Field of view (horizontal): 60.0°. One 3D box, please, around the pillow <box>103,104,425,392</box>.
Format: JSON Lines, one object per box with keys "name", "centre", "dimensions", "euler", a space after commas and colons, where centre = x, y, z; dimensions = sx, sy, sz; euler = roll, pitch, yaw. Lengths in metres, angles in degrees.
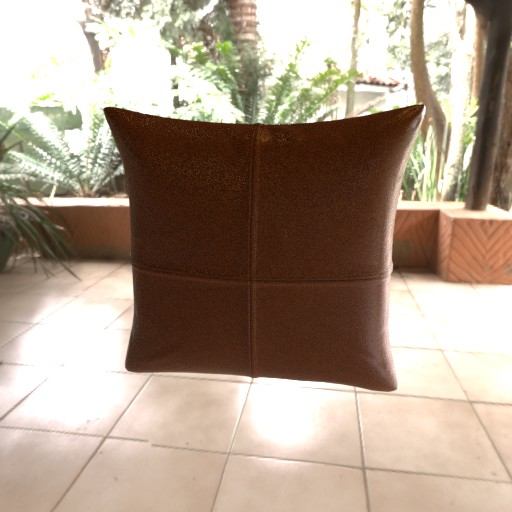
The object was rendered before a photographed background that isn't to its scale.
{"name": "pillow", "centre": [0.000, 0.000, 0.737], "dimensions": [0.501, 0.477, 0.192], "euler": [2, 15, 8]}
